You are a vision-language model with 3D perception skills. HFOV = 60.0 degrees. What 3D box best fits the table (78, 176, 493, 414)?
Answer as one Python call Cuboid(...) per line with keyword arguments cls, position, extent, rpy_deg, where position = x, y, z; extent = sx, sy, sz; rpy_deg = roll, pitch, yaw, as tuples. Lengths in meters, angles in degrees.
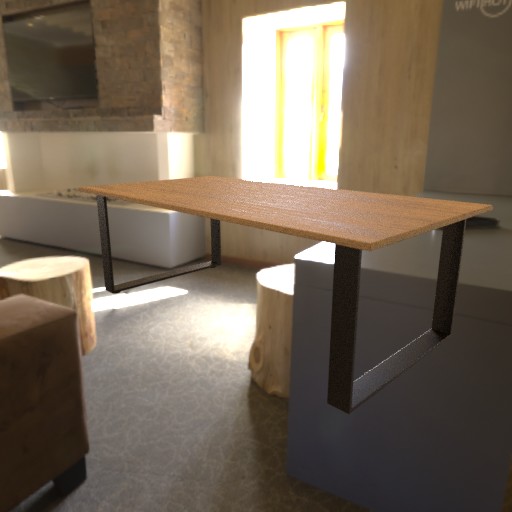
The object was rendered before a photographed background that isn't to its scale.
Cuboid(cls="table", position=(0.000, 0.000, 1.611), extent=(0.693, 0.445, 1.331), rpy_deg=(-15, 21, -43))
